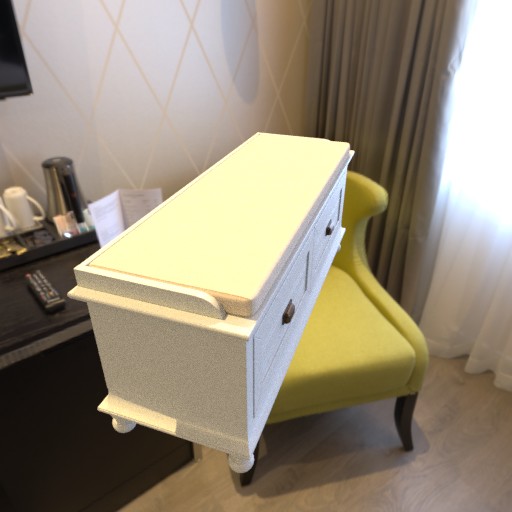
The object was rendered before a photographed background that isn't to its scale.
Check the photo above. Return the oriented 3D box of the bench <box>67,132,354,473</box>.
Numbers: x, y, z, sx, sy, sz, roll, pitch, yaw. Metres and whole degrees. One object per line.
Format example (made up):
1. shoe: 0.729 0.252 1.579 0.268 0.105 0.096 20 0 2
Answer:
1. bench: 0.000 0.000 1.436 0.402 0.486 1.185 10 32 17
